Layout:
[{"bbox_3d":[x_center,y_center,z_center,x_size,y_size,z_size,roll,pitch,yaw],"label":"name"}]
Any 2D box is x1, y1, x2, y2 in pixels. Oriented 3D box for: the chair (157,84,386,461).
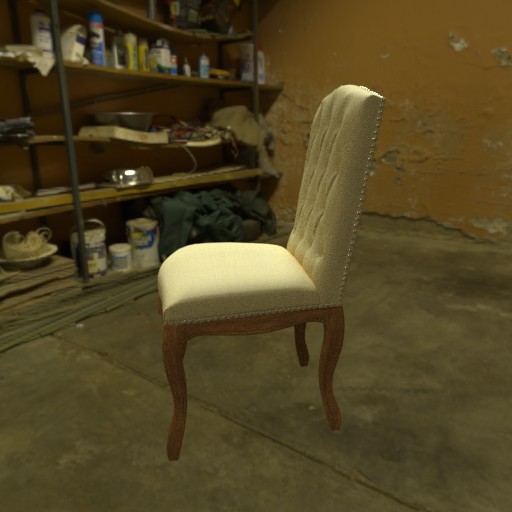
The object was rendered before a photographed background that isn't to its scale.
[{"bbox_3d":[0.000,0.000,1.596,0.715,1.165,0.623,-2,16,-8],"label":"chair"}]
